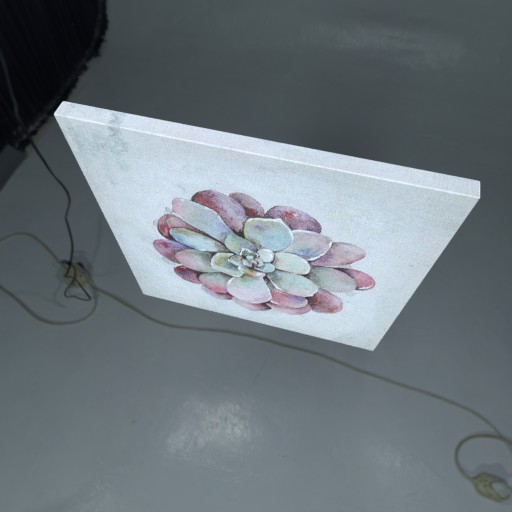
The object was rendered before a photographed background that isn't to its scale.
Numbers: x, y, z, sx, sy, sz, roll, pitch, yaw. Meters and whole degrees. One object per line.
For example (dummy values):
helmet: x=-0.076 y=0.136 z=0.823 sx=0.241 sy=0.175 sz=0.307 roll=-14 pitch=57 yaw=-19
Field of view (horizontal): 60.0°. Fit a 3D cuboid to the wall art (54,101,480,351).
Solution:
wall art: x=0.000 y=0.000 z=1.104 sx=0.762 sy=0.762 sz=0.041 roll=13 pitch=60 yaw=7
